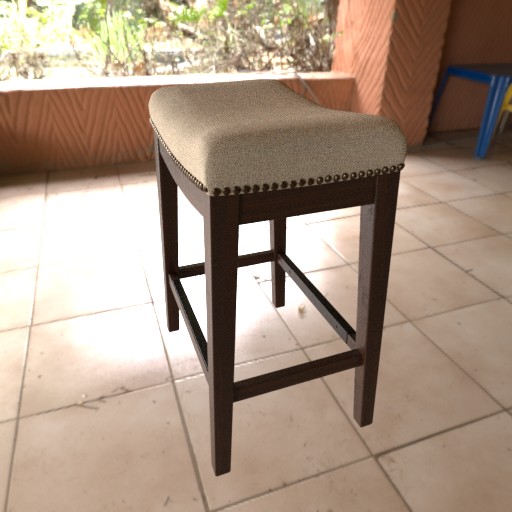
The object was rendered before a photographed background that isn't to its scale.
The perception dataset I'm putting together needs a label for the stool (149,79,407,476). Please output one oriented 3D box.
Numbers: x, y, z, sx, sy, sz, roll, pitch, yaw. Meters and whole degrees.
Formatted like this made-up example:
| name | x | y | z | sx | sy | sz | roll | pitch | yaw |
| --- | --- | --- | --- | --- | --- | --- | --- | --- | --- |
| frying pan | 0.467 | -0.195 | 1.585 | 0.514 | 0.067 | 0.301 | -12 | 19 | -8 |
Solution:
| name | x | y | z | sx | sy | sz | roll | pitch | yaw |
| --- | --- | --- | --- | --- | --- | --- | --- | --- | --- |
| stool | 0.000 | 0.000 | 0.976 | 0.363 | 0.669 | 0.509 | -10 | 31 | -18 |
